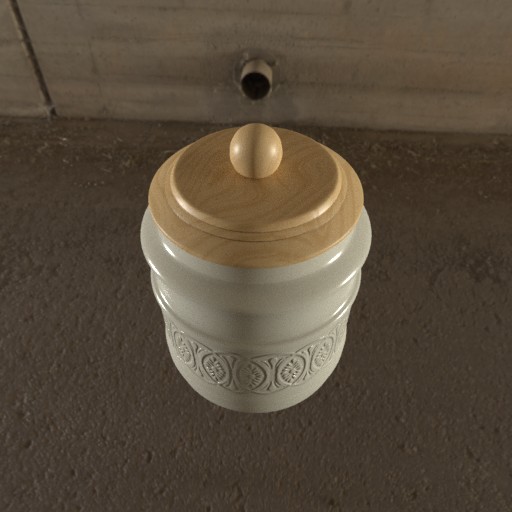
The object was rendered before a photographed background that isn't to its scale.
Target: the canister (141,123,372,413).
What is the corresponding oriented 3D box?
[{"bbox_3d":[0.000,0.000,0.274,0.130,0.176,0.130,0,47,0],"label":"canister"}]
